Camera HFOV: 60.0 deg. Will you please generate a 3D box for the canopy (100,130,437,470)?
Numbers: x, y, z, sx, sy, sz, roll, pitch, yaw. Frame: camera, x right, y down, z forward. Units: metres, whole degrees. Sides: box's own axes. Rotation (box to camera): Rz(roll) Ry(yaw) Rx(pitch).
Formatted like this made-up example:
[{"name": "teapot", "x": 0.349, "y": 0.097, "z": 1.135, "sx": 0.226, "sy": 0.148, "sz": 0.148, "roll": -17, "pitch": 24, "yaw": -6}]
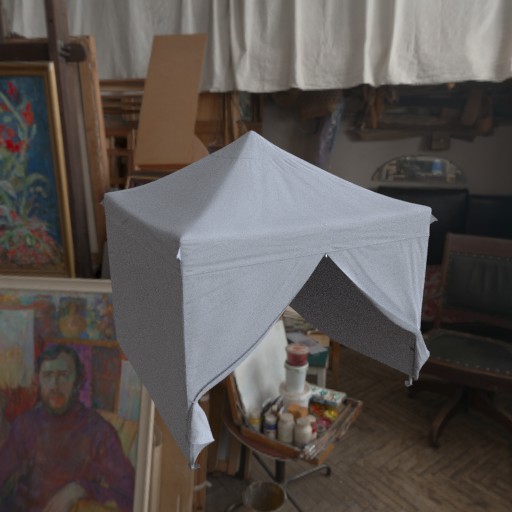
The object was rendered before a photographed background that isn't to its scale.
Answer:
[{"name": "canopy", "x": 0.000, "y": 0.000, "z": 5.508, "sx": 3.043, "sy": 2.997, "sz": 3.121, "roll": -9, "pitch": 18, "yaw": -28}]
